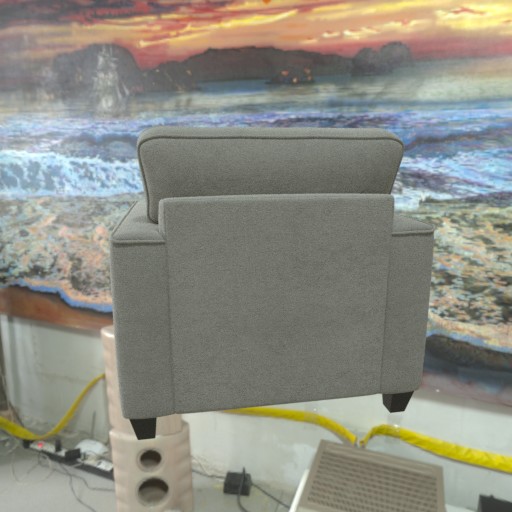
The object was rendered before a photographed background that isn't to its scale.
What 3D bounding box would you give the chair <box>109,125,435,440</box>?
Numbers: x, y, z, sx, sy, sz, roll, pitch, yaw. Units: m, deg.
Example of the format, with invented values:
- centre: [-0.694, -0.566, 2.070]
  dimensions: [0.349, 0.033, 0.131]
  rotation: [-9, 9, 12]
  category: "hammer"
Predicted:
- centre: [0.000, 0.000, 1.774]
  dimensions: [1.015, 0.965, 0.939]
  rotation: [-2, 14, -10]
  category: "chair"
